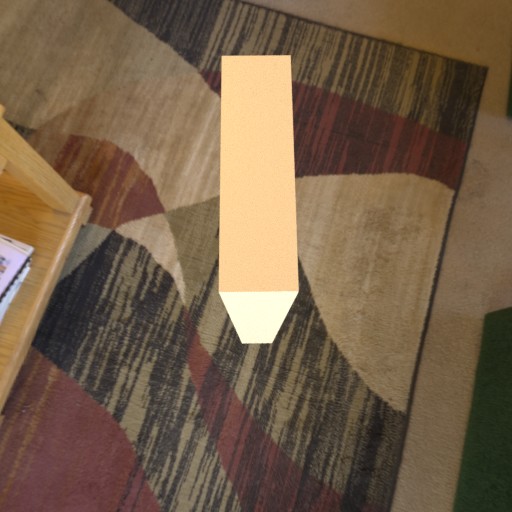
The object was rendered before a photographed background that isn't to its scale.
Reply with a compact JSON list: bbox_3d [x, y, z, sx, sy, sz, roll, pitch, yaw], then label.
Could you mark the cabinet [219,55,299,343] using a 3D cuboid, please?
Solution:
[{"bbox_3d":[0.000,0.000,1.963,0.192,1.770,0.643,-1,75,0],"label":"cabinet"}]
